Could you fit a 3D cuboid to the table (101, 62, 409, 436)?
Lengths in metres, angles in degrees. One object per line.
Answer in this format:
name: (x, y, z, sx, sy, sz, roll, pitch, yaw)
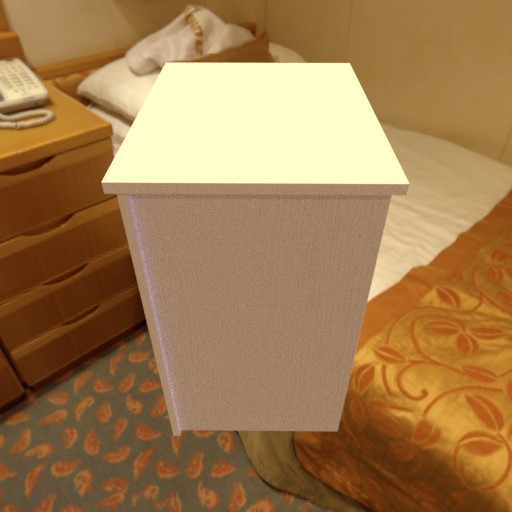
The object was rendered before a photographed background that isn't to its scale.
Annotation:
table: (0.000, 0.000, 0.932, 0.381, 0.635, 0.480, 0, 40, 0)
